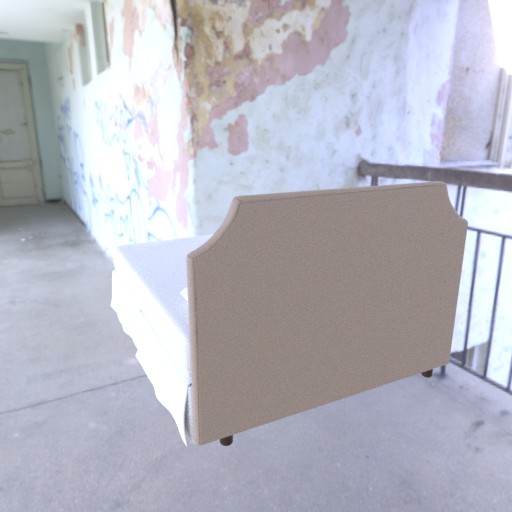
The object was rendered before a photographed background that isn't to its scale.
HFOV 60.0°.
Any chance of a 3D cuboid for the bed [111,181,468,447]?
[{"bbox_3d":[0.000,0.000,4.174,2.350,1.590,2.773,-8,18,-26],"label":"bed"}]
